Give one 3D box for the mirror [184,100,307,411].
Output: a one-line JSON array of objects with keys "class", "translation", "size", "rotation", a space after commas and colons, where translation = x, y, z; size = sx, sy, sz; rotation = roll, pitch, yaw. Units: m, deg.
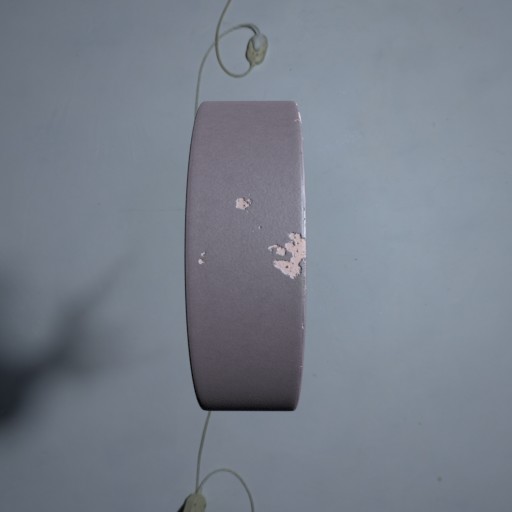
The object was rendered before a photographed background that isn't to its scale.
[{"class": "mirror", "translation": [0.000, 0.000, 0.584], "size": [0.126, 0.386, 0.386], "rotation": [0, 90, 1]}]
